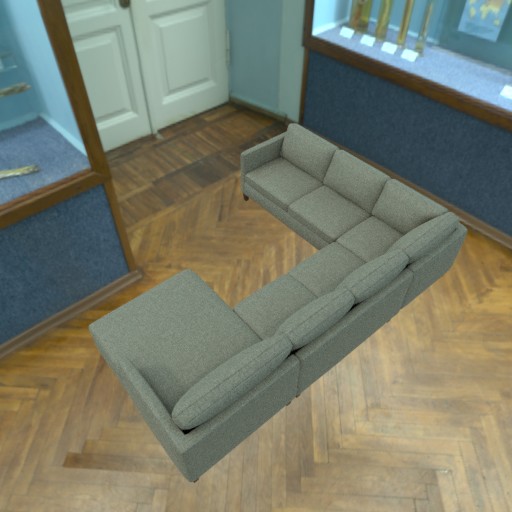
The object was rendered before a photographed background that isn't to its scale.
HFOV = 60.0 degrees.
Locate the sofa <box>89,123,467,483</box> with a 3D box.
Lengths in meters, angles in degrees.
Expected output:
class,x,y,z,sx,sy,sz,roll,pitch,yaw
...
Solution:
class,x,y,z,sx,sy,sz,roll,pitch,yaw
sofa,0.000,0.000,4.452,3.403,0.889,2.551,-31,53,-26
